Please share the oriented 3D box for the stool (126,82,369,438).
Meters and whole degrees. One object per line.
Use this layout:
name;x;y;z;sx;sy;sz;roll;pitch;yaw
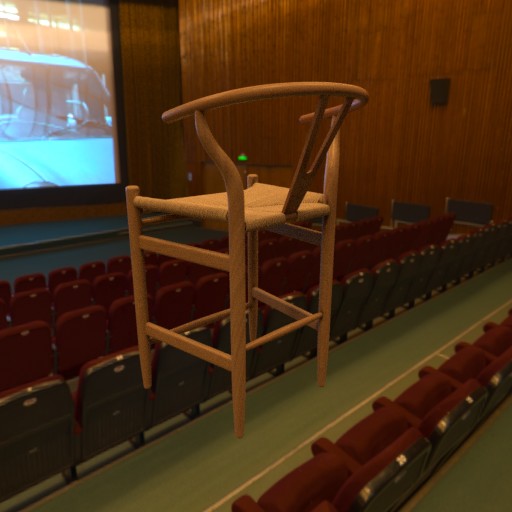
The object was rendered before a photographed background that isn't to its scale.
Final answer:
stool;0.000;0.000;1.315;0.536;0.923;0.575;-15;22;-42
